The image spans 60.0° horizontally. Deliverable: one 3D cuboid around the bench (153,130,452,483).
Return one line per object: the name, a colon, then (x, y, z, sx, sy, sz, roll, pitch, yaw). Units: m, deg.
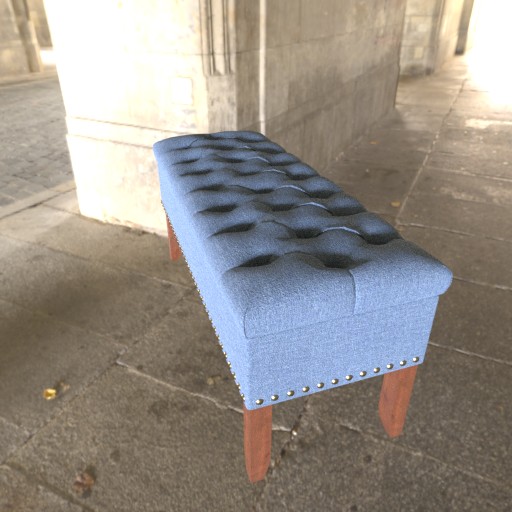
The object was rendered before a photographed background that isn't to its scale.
bench: (0.000, 0.000, 1.285, 0.417, 0.492, 1.052, -10, 31, -16)
